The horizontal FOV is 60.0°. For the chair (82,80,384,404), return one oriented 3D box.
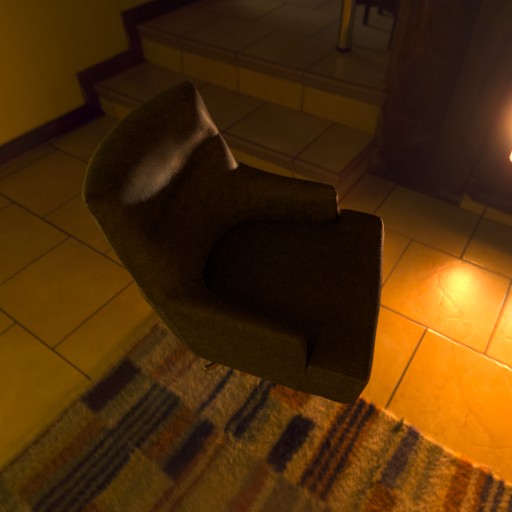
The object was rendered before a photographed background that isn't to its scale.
[{"bbox_3d":[0.000,0.000,1.517,0.874,0.870,0.738,11,47,10],"label":"chair"}]
